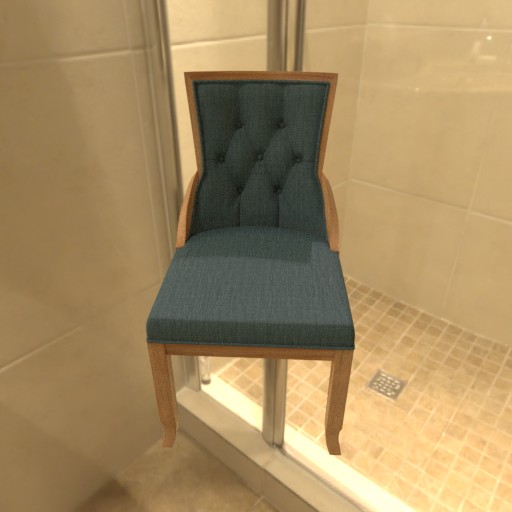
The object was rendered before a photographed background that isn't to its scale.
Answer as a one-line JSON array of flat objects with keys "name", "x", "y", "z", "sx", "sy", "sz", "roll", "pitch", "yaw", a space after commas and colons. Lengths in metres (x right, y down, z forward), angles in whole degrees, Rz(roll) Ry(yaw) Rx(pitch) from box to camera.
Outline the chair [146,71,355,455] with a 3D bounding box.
[{"name": "chair", "x": 0.000, "y": 0.000, "z": 1.322, "sx": 0.524, "sy": 0.947, "sz": 0.641, "roll": 2, "pitch": 31, "yaw": 3}]
